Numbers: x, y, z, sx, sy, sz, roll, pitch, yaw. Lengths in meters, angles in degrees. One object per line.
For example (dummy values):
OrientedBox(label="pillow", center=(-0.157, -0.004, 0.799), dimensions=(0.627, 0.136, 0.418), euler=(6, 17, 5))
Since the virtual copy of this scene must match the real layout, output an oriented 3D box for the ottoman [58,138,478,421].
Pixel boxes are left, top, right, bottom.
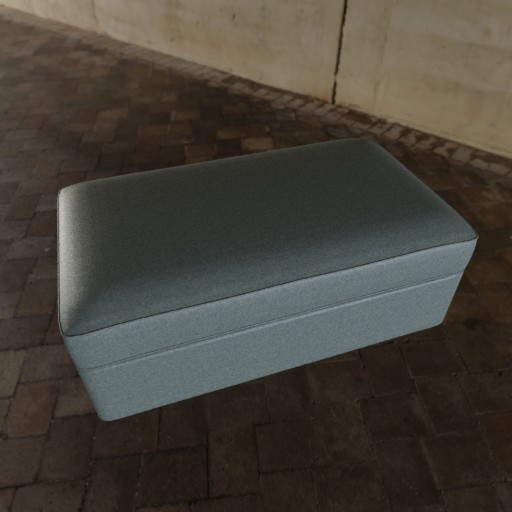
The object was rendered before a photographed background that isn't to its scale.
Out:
OrientedBox(label="ottoman", center=(0.000, 0.000, 1.505), dimensions=(1.173, 0.494, 0.681), euler=(-13, 43, -14))
